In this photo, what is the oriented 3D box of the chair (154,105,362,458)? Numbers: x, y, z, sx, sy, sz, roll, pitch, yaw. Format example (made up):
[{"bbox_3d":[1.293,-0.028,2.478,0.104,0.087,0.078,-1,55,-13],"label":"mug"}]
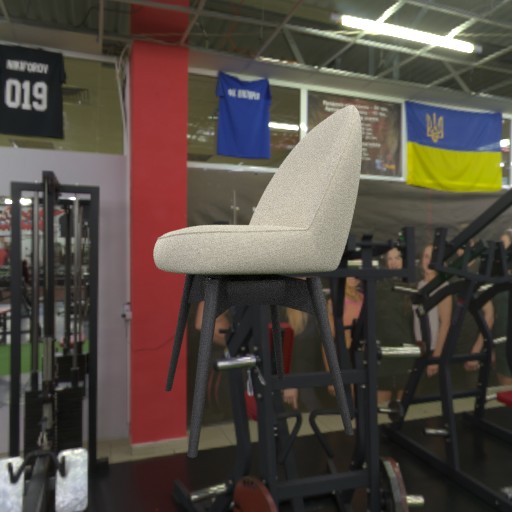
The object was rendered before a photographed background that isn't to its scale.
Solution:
[{"bbox_3d":[0.000,0.000,1.217,0.540,0.838,0.532,0,1,-17],"label":"chair"}]
